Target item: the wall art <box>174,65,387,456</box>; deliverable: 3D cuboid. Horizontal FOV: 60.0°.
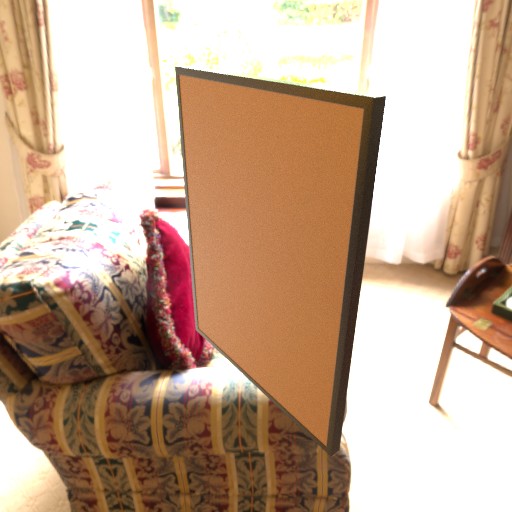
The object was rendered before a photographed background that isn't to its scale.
[{"bbox_3d":[0.000,0.000,1.411,0.039,1.061,0.804,-20,34,-33],"label":"wall art"}]
